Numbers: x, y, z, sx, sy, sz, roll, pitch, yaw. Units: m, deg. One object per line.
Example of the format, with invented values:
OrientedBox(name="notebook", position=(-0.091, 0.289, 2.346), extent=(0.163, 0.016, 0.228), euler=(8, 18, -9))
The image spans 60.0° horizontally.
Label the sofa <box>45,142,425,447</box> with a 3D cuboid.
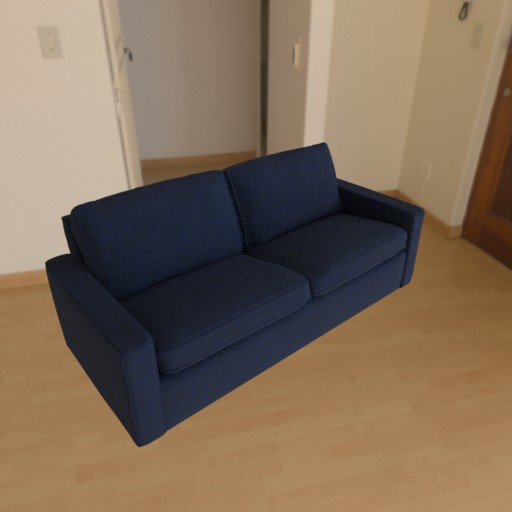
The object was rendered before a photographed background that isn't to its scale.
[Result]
OrientedBox(name="sofa", position=(0.000, 0.000, 2.570), extent=(2.080, 0.919, 0.940), euler=(-23, 37, -34))
